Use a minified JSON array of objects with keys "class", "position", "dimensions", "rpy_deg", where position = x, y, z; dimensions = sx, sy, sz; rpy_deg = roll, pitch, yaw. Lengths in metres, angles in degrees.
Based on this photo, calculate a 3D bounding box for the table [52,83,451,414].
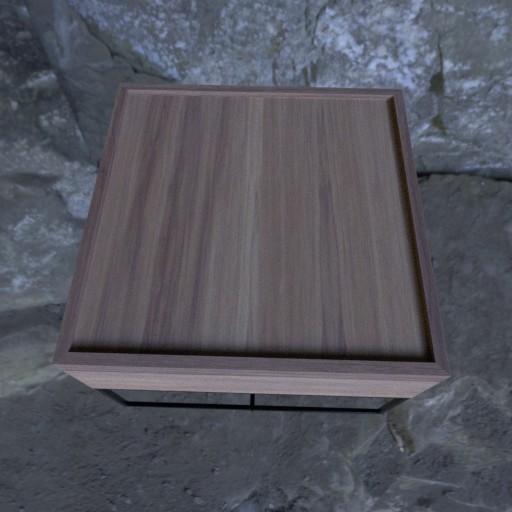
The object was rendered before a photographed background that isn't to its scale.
[{"class":"table","position":[0.000,0.000,1.110],"dimensions":[0.676,0.464,0.679],"rpy_deg":[2,63,1]}]
